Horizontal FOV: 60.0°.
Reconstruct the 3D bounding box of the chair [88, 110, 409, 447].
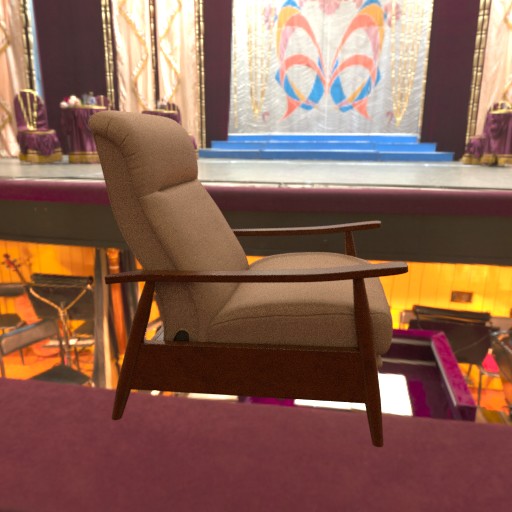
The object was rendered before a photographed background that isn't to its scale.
[{"bbox_3d":[0.000,0.000,1.756,1.030,1.082,0.762,2,15,9],"label":"chair"}]
